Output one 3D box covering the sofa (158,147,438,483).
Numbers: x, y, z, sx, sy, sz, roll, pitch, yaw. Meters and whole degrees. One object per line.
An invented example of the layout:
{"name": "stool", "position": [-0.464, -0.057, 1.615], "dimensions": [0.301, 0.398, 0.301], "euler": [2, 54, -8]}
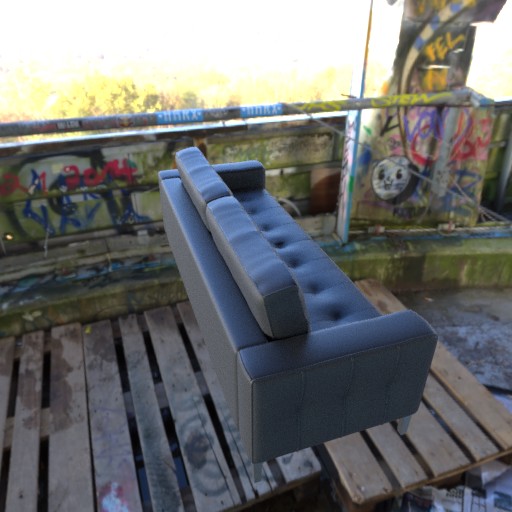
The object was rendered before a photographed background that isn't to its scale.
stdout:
{"name": "sofa", "position": [0.000, 0.000, 2.679], "dimensions": [0.833, 0.893, 2.275], "euler": [-10, 33, -16]}
